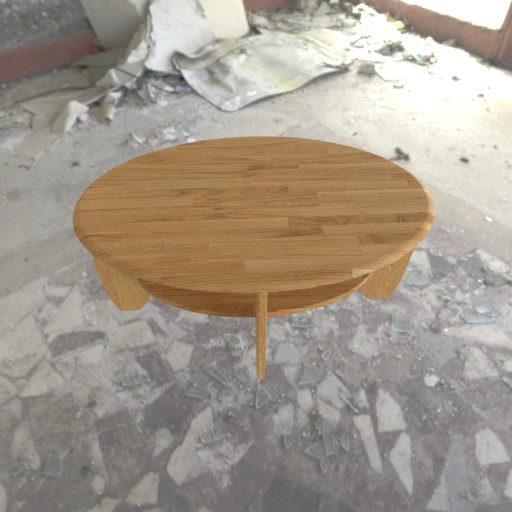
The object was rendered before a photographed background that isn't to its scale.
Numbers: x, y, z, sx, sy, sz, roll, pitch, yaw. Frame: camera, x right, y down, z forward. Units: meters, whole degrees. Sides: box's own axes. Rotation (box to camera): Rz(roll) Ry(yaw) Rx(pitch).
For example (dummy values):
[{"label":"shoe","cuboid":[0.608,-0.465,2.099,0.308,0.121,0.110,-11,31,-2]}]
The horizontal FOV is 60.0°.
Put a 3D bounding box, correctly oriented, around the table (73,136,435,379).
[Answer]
[{"label":"table","cuboid":[0.000,0.000,1.452,1.040,0.490,0.690,-2,45,-2]}]
